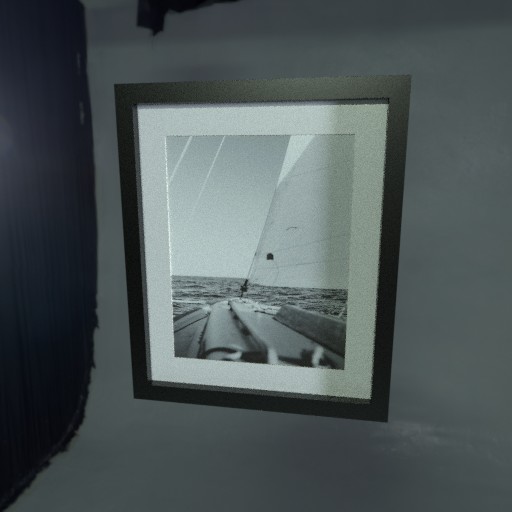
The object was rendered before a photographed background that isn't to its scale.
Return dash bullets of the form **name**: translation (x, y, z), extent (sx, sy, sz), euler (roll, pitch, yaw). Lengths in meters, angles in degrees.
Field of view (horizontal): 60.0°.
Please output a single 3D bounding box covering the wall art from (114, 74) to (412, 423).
- **wall art**: translation (0.000, 0.000, 0.751), extent (0.461, 0.558, 0.031), euler (2, 12, 10)
